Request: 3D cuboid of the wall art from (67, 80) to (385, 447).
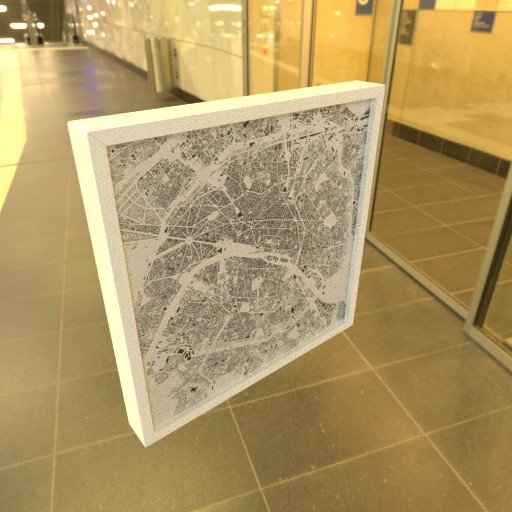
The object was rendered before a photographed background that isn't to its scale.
[{"bbox_3d":[0.000,0.000,0.450,0.305,0.305,0.038,-22,36,-33],"label":"wall art"}]
